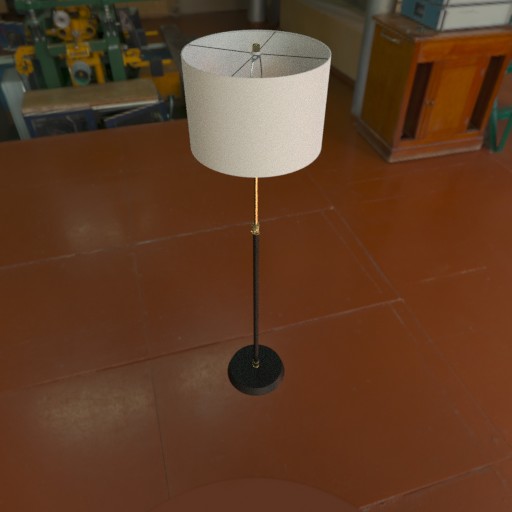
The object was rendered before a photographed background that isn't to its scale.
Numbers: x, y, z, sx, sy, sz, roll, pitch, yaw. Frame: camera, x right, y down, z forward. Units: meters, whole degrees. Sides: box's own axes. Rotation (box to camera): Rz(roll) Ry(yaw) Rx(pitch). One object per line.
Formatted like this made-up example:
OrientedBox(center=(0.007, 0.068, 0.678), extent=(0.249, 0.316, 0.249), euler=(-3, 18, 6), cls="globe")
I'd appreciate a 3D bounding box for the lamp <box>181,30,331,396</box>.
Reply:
OrientedBox(center=(0.000, 0.000, 1.692), extent=(0.404, 1.517, 0.404), euler=(12, 43, 13), cls="lamp")
